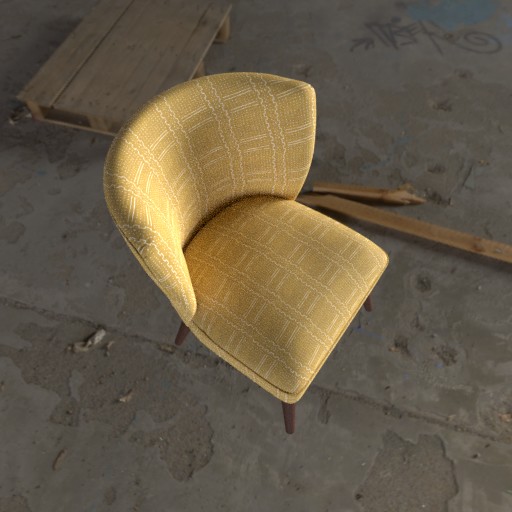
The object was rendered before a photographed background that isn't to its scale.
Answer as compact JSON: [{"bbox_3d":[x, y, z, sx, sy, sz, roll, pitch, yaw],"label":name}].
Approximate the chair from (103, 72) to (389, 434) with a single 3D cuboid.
[{"bbox_3d":[0.000,0.000,1.433,0.758,0.866,0.706,32,63,18],"label":"chair"}]
